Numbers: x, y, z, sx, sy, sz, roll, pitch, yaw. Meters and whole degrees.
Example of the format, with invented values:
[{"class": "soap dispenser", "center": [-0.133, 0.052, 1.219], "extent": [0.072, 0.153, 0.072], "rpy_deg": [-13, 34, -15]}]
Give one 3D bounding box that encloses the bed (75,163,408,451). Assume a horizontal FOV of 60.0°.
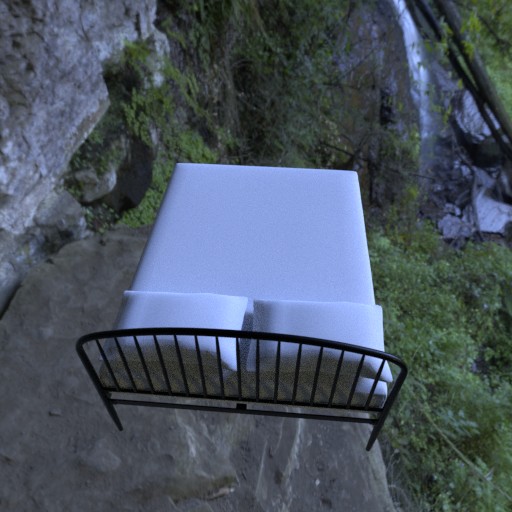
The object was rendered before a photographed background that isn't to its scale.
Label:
[{"class": "bed", "center": [0.000, 0.000, 3.137], "extent": [1.618, 1.166, 2.159], "rpy_deg": [3, 45, 3]}]
